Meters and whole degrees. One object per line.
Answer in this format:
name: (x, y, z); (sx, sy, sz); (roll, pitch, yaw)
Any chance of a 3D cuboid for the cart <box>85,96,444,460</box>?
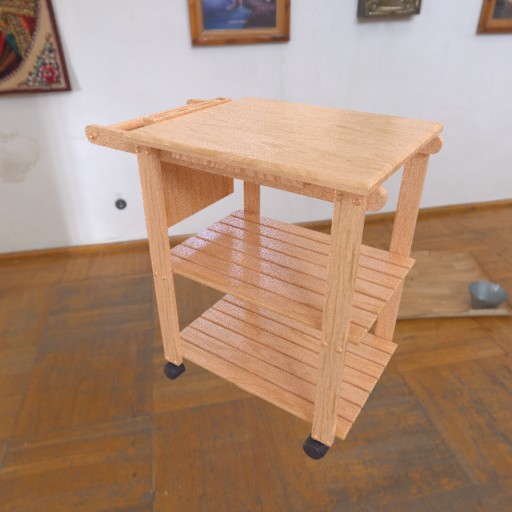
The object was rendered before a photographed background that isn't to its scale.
cart: (0.000, 0.000, 1.344); (0.843, 0.816, 0.520); (19, 35, 28)
